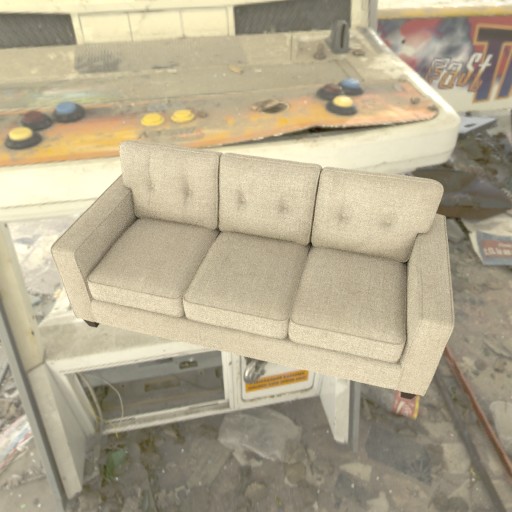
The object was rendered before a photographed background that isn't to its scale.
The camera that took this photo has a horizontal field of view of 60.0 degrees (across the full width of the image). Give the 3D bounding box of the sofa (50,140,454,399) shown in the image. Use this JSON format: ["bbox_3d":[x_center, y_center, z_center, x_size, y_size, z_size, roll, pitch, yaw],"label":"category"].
[{"bbox_3d":[0.000,0.000,2.647,2.133,0.965,0.939,10,42,12],"label":"sofa"}]
